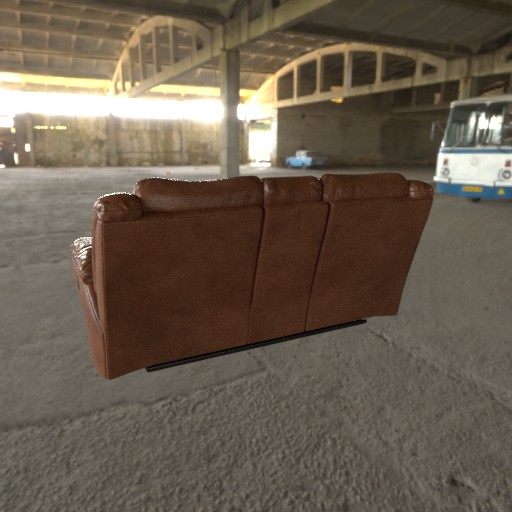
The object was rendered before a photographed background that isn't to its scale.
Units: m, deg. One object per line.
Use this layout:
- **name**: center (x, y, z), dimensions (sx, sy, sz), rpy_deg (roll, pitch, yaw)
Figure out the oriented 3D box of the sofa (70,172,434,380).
- **sofa**: center (0.000, 0.000, 2.744), dimensions (2.058, 1.043, 0.991), rpy_deg (-7, 15, -26)
